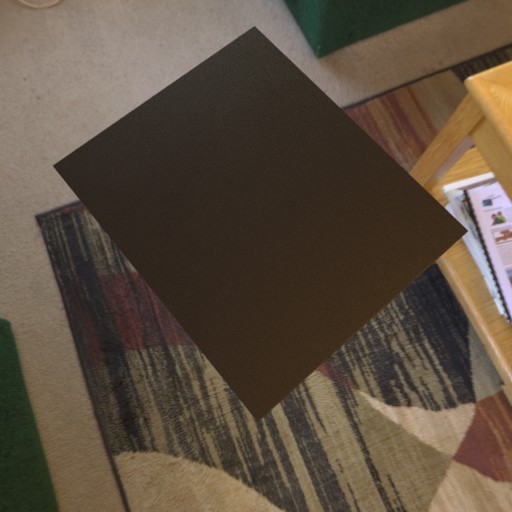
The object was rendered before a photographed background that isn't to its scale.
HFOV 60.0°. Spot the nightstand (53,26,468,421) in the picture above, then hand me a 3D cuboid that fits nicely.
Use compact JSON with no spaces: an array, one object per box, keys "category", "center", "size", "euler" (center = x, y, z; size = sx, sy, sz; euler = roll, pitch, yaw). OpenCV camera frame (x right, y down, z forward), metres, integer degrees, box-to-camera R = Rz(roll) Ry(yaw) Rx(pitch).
[{"category":"nightstand","center":[0.000,0.000,0.954],"size":[0.402,0.623,0.479],"euler":[-39,78,-10]}]
